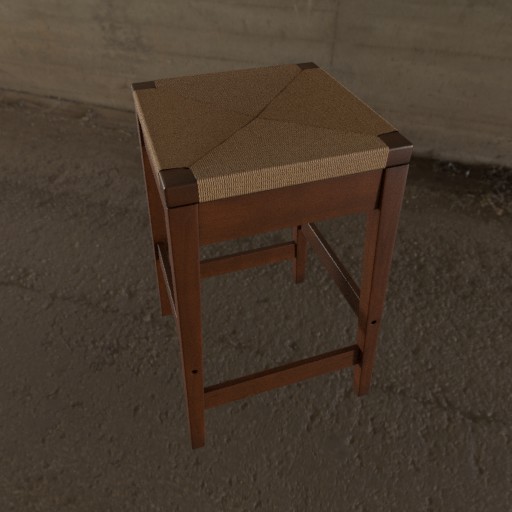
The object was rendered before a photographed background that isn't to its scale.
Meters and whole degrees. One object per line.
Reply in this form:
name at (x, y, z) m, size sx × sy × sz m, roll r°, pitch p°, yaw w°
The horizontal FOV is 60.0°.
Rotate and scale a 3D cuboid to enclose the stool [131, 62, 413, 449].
stool at (0.000, 0.000, 1.106) m, size 0.507 × 0.762 × 0.497 m, roll -13°, pitch 44°, yaw -13°
